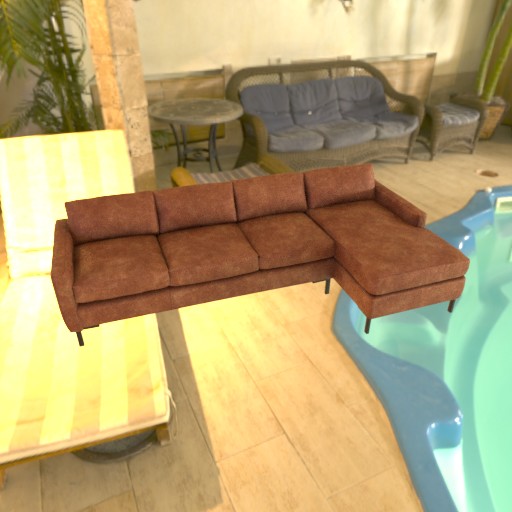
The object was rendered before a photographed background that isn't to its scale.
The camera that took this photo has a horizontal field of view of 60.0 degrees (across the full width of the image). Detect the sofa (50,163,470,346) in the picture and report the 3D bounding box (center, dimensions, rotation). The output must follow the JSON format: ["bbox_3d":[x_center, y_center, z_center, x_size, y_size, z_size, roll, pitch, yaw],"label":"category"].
[{"bbox_3d":[0.000,0.000,3.556,2.993,0.859,1.471,-10,32,-16],"label":"sofa"}]
